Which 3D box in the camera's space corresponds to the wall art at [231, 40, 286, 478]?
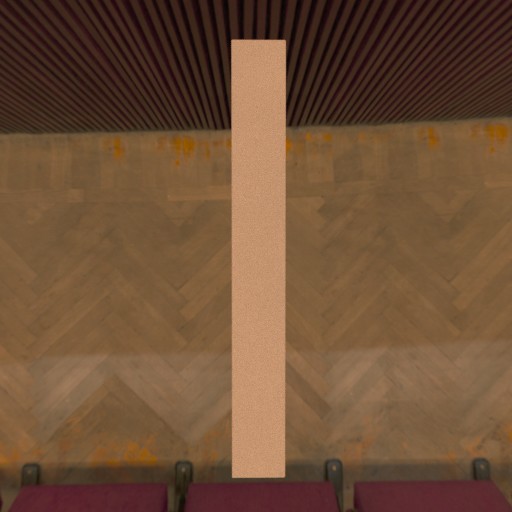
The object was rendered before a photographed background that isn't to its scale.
[{"bbox_3d":[0.000,0.000,0.460,0.038,0.305,0.305,0,91,-1],"label":"wall art"}]
